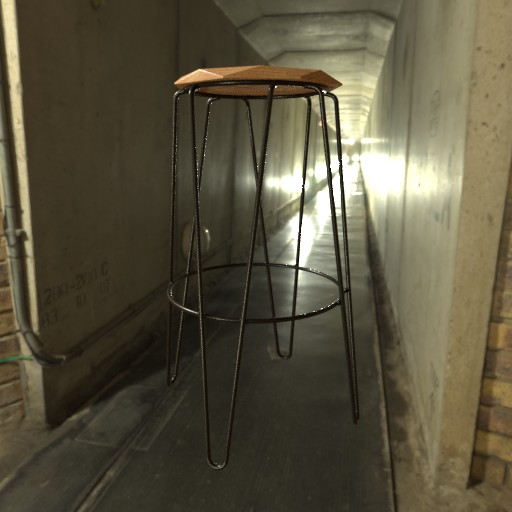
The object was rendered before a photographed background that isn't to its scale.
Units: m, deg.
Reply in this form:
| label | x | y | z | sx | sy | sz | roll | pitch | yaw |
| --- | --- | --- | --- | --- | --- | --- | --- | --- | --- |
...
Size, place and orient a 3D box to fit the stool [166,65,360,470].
| label | x | y | z | sx | sy | sz | roll | pitch | yaw |
| --- | --- | --- | --- | --- | --- | --- | --- | --- | --- |
| stool | 0.000 | 0.000 | 0.811 | 0.326 | 0.610 | 0.326 | -7 | 16 | -24 |
